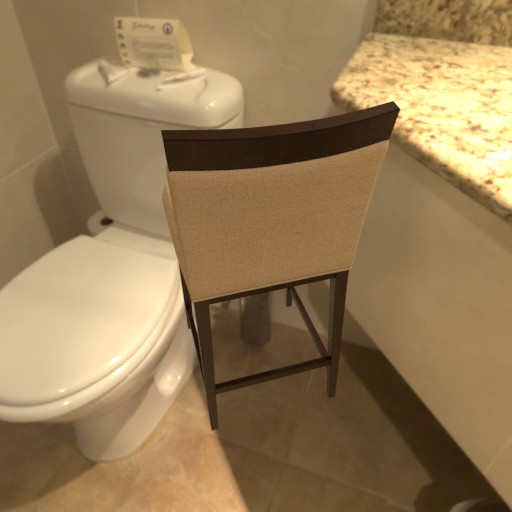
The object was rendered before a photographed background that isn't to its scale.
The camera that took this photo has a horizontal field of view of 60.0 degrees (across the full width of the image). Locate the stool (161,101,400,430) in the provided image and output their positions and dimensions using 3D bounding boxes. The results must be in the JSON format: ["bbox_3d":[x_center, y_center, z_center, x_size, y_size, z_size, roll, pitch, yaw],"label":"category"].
[{"bbox_3d":[0.000,0.000,1.427,0.511,1.117,0.531,-11,42,-12],"label":"stool"}]
